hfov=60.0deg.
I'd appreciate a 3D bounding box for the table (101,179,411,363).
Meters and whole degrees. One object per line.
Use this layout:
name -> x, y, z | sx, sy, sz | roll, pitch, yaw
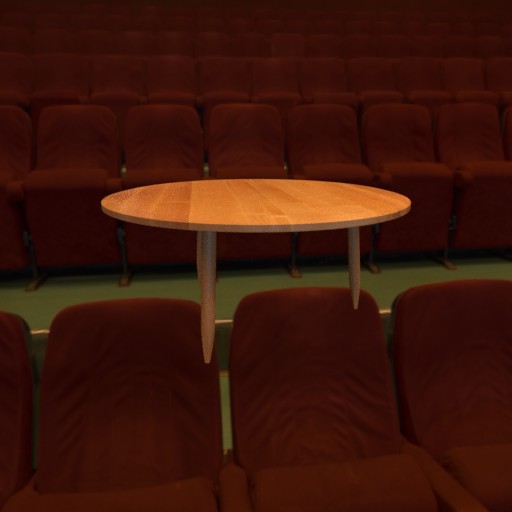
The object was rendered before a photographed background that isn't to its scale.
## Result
table -> 0.000, 0.000, 1.411 | 0.900, 0.400, 0.900 | 0, 16, 0
